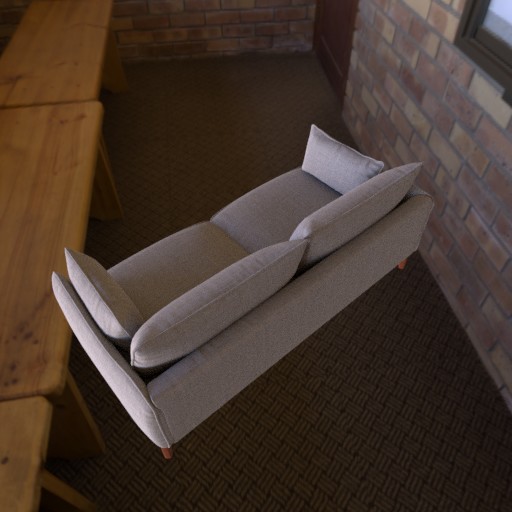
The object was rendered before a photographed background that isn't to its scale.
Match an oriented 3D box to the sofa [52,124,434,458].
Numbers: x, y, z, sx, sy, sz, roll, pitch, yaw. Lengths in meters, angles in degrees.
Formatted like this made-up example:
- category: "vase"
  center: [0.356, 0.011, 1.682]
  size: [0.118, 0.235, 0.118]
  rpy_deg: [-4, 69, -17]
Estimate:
- category: "sofa"
  center: [0.000, 0.000, 2.489]
  size: [1.989, 0.851, 0.972]
  rpy_deg: [-32, 55, -27]
